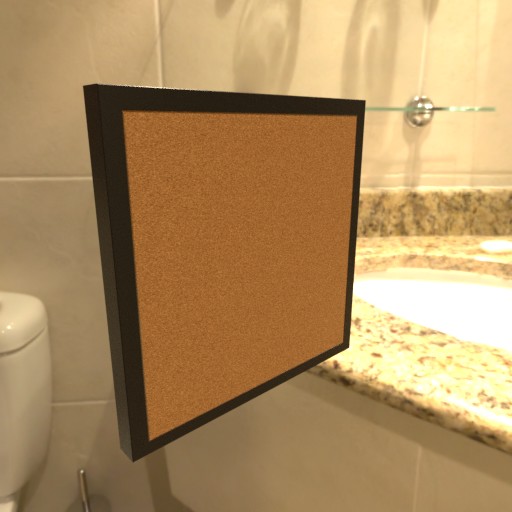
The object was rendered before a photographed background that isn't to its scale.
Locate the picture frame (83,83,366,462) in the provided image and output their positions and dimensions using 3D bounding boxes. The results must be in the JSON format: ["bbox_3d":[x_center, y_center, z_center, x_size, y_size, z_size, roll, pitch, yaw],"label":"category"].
[{"bbox_3d":[0.000,0.000,0.515,0.355,0.353,0.029,-14,22,-40],"label":"picture frame"}]
